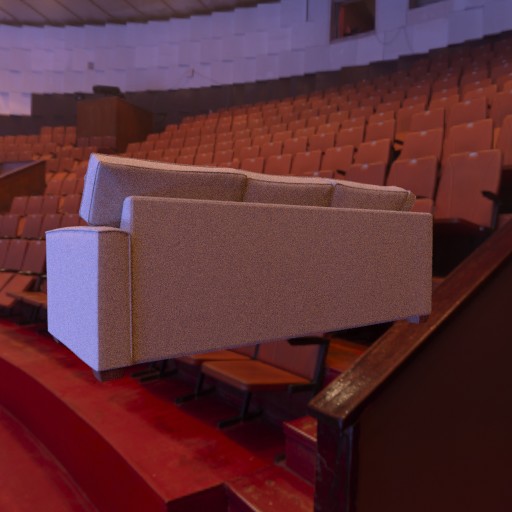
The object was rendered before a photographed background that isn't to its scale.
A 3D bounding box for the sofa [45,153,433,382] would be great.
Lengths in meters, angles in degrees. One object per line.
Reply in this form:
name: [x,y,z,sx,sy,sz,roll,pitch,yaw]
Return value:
sofa: [0.000,0.000,2.843,2.317,0.962,1.061,-2,3,-35]
